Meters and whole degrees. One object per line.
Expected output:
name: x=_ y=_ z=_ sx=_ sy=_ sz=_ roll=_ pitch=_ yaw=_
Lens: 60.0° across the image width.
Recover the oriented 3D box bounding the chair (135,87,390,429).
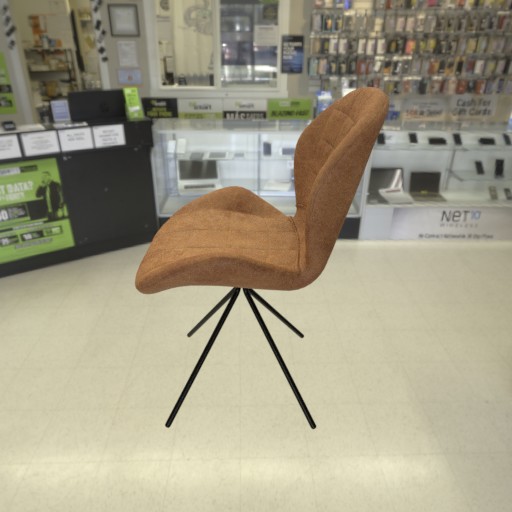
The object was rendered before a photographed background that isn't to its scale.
chair: x=0.000 y=0.000 z=1.300 sx=0.640 sy=0.929 sz=0.527 roll=0 pitch=27 yaw=1
